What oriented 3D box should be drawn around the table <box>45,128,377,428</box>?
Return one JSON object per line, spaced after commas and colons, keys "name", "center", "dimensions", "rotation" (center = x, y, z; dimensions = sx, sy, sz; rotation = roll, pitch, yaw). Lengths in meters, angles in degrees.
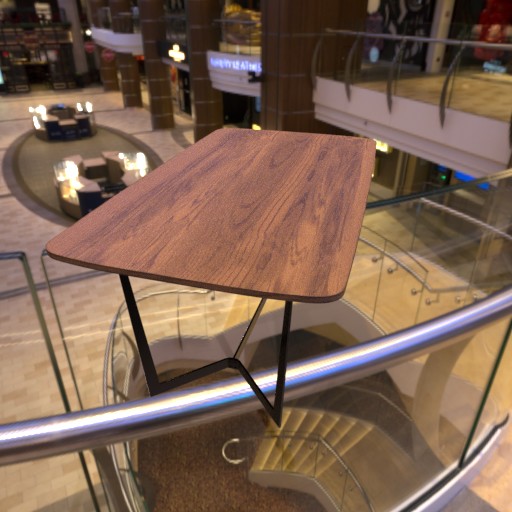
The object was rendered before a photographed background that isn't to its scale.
{"name": "table", "center": [0.000, 0.000, 2.089], "dimensions": [0.949, 0.765, 1.643], "rotation": [8, 31, 14]}
